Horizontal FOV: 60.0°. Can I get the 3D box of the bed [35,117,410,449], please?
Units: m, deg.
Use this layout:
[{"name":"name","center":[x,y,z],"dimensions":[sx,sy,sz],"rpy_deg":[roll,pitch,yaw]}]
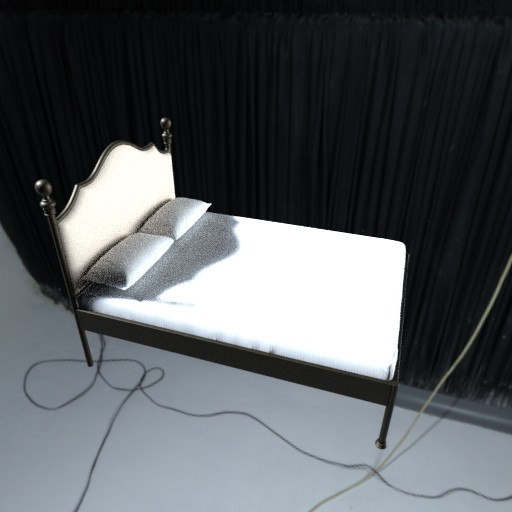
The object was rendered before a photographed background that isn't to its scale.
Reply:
[{"name":"bed","center":[0.000,0.000,3.195],"dimensions":[2.170,1.462,1.533],"rpy_deg":[10,33,16]}]
